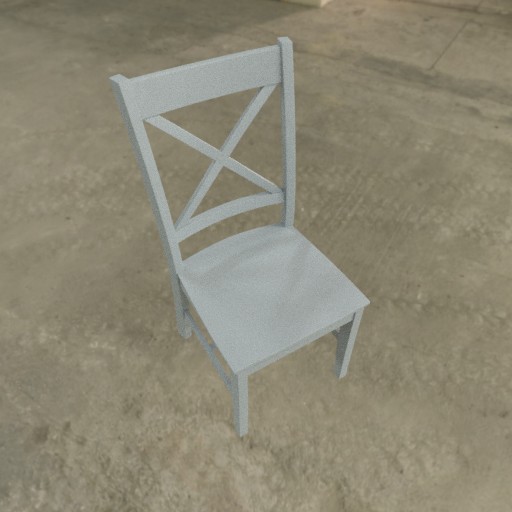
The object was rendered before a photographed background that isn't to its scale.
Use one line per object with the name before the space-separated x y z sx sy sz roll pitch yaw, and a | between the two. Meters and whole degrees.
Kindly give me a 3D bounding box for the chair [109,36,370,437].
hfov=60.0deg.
chair | 0.000 0.000 1.298 0.485 0.983 0.542 -23 50 -21
